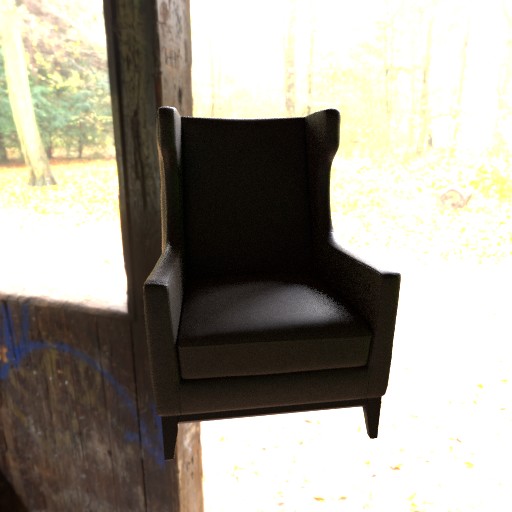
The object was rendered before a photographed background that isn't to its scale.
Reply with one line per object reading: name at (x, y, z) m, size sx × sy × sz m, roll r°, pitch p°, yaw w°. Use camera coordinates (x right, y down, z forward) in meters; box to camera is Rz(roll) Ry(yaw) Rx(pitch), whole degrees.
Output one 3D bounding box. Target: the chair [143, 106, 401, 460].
chair at (0.000, 0.000, 1.676) m, size 0.769 × 1.079 × 0.899 m, roll -2°, pitch 16°, yaw -8°
